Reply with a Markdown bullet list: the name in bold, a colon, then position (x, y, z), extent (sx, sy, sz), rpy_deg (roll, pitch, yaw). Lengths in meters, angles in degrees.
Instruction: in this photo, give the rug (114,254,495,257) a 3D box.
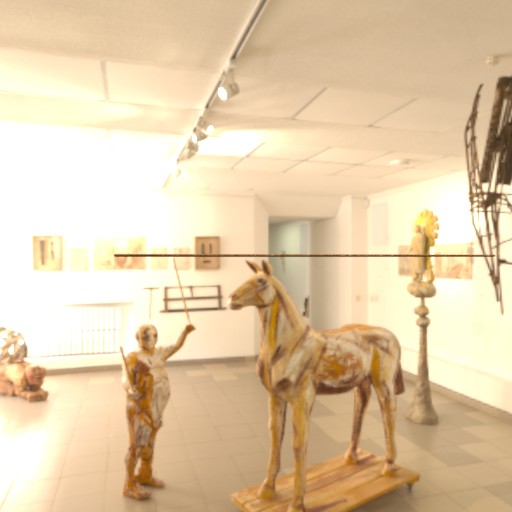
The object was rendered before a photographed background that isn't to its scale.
- **rug**: position (0.000, 0.000, 4.075), extent (2.441, 0.015, 3.050), rpy_deg (0, 0, -17)
